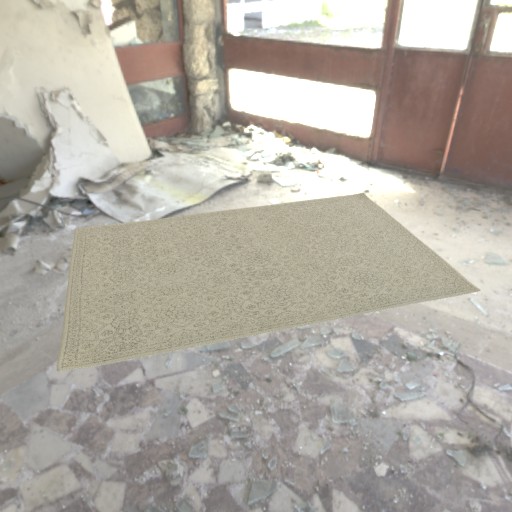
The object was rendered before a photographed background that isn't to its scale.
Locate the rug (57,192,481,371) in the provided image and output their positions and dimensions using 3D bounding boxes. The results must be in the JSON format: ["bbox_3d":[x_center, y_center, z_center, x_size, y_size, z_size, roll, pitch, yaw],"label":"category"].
[{"bbox_3d":[0.000,0.000,2.425,1.947,0.023,1.214,-9,33,-14],"label":"rug"}]
